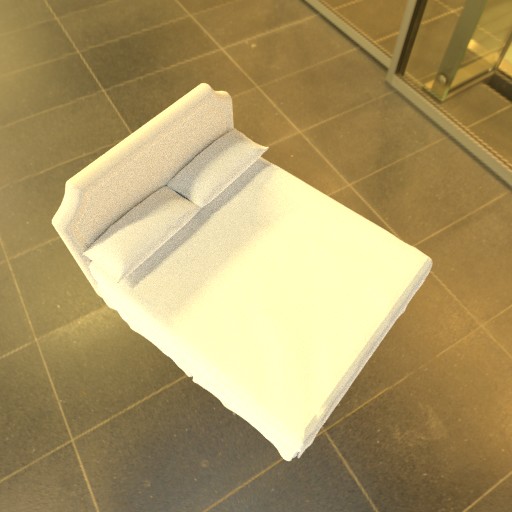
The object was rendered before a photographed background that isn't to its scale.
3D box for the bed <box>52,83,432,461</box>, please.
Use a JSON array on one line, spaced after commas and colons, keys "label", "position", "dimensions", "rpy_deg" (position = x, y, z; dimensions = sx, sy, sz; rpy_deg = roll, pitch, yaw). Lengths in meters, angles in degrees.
[{"label": "bed", "position": [0.000, 0.000, 3.924], "dimensions": [2.548, 1.524, 2.134], "rpy_deg": [35, 64, 20]}]
